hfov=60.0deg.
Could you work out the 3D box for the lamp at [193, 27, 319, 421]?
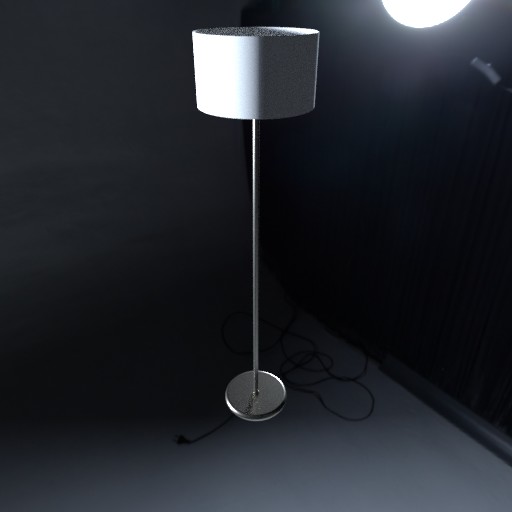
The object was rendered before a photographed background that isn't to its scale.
[{"bbox_3d":[0.000,0.000,1.591,0.347,1.443,0.347,-22,37,-32],"label":"lamp"}]
